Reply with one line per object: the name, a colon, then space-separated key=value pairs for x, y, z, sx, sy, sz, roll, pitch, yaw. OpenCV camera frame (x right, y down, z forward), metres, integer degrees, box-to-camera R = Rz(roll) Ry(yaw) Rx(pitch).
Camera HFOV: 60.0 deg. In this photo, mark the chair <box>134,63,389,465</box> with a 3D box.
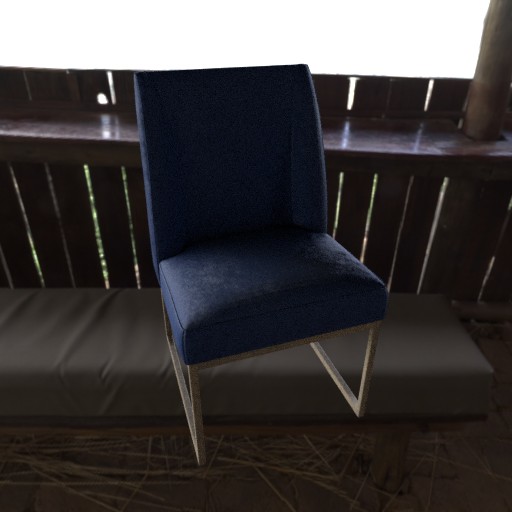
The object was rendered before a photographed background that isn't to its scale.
chair: x=0.000 y=0.000 z=1.167 sx=0.508 sy=0.863 sz=0.522 roll=-10 pitch=32 yaw=-16
